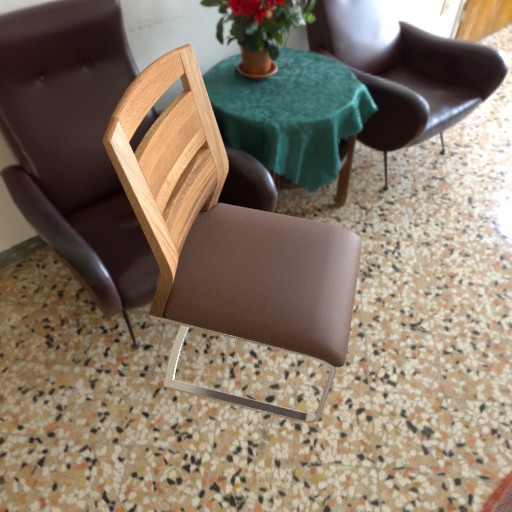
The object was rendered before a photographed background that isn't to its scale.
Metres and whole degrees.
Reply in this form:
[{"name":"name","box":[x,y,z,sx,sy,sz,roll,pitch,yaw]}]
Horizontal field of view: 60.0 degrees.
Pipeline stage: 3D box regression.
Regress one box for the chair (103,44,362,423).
[{"name":"chair","box":[0.000,0.000,1.219,0.570,0.970,0.460,11,49,10]}]
